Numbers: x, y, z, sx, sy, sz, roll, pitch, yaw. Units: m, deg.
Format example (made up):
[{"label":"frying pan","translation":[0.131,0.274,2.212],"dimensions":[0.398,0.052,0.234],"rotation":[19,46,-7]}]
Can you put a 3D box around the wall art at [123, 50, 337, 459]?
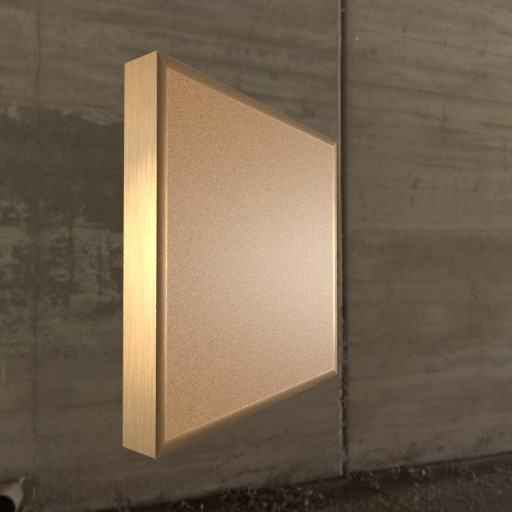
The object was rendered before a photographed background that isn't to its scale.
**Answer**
[{"label":"wall art","translation":[0.000,0.000,0.463],"dimensions":[0.038,0.303,0.305],"rotation":[-1,-1,36]}]
